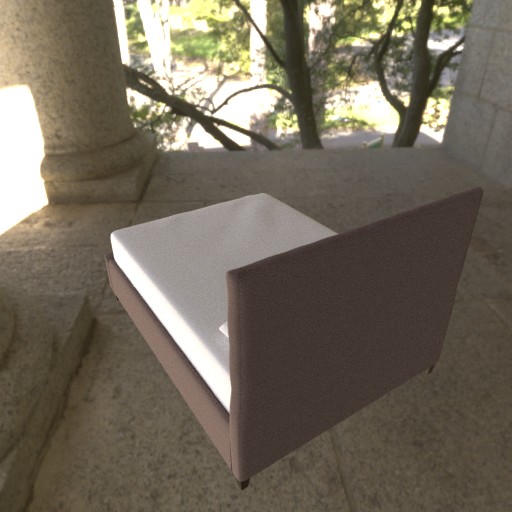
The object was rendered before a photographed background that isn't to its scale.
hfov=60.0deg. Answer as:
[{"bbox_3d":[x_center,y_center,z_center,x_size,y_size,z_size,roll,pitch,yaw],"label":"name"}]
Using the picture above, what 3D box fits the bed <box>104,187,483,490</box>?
[{"bbox_3d":[0.000,0.000,3.268,1.696,1.426,2.233,-18,35,-28],"label":"bed"}]
